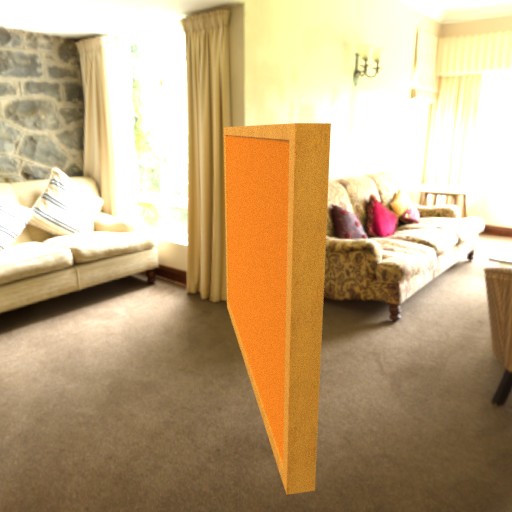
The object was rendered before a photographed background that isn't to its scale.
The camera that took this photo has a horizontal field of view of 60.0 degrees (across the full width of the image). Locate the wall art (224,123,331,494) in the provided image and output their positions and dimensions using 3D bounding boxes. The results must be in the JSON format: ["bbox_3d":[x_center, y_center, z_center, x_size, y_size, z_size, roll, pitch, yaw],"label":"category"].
[{"bbox_3d":[0.000,0.000,0.676,0.032,0.380,0.532,-3,16,-10],"label":"wall art"}]
